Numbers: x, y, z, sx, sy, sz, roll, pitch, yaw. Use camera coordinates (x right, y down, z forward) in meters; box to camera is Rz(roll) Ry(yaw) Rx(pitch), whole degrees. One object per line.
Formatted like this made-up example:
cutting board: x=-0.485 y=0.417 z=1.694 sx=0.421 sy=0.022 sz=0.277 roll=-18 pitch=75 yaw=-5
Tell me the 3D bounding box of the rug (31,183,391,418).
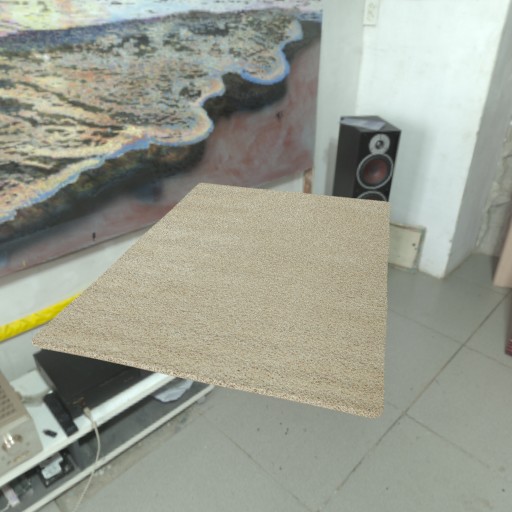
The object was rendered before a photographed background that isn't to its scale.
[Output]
rug: x=0.000 y=0.000 z=2.074 sx=1.199 sy=0.025 sz=1.600 roll=8 pitch=31 yaw=13
